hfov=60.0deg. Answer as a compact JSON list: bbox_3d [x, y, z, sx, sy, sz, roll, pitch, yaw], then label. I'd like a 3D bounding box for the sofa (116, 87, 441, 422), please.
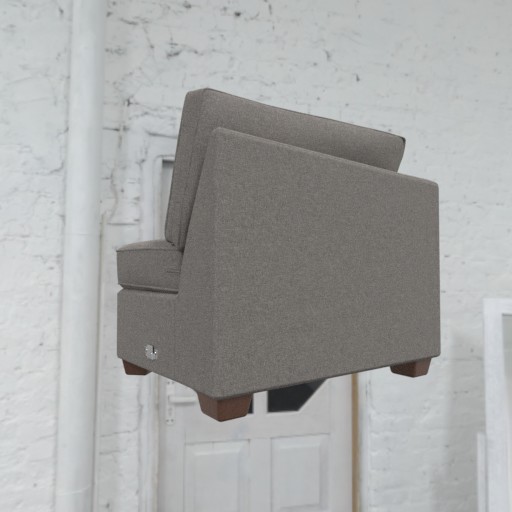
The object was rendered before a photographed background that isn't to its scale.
[{"bbox_3d":[0.000,0.000,1.866,1.042,0.951,1.050,1,-2,-36],"label":"sofa"}]
